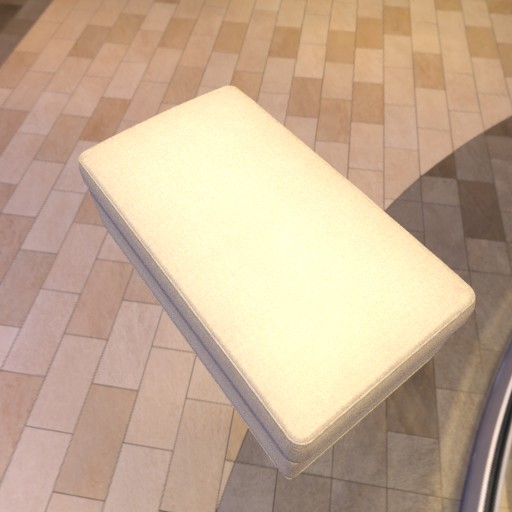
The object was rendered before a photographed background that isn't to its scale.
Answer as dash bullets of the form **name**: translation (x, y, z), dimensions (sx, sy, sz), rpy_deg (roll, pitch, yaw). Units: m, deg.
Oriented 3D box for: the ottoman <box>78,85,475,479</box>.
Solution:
- **ottoman**: translation (0.000, 0.000, 1.390), dimensions (0.617, 0.461, 1.097), rpy_deg (-33, 63, -19)
